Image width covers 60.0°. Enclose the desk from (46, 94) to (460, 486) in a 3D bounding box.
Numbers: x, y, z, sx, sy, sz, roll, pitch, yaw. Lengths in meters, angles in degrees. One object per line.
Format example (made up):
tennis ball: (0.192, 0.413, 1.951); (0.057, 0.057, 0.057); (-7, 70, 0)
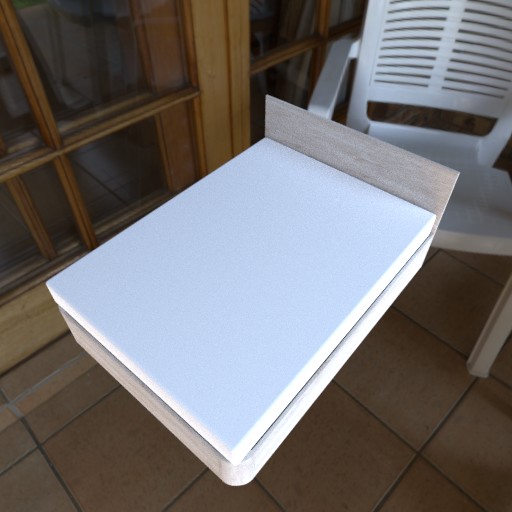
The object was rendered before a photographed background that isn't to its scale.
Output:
desk: (0.000, 0.000, 2.600); (1.400, 0.800, 1.900); (32, 54, 26)
